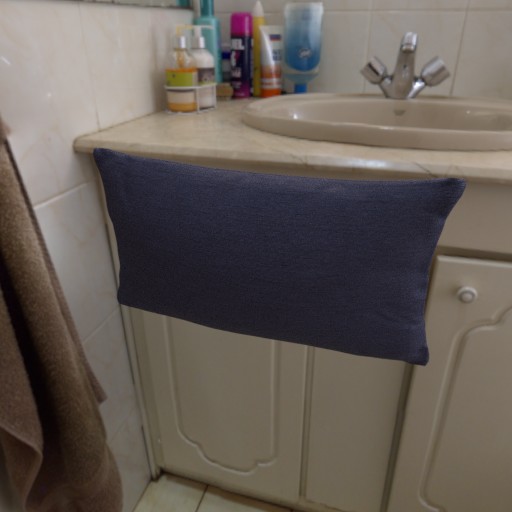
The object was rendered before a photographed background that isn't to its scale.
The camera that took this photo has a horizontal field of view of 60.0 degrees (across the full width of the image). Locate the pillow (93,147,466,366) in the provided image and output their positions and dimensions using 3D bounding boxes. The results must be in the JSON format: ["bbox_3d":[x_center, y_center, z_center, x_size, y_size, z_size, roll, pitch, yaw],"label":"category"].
[{"bbox_3d":[0.000,0.000,0.787,0.633,0.338,0.210,9,28,17],"label":"pillow"}]
